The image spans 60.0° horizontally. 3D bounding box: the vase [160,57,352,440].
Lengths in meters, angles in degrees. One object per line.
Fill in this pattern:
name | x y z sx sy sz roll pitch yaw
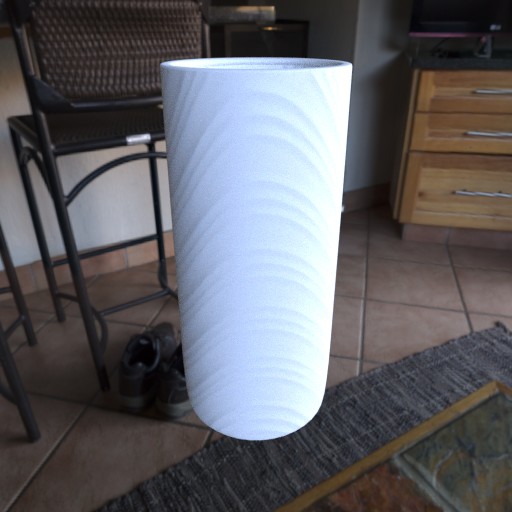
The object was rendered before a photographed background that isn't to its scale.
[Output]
vase | 0.000 0.000 0.393 0.143 0.316 0.143 0 27 0
